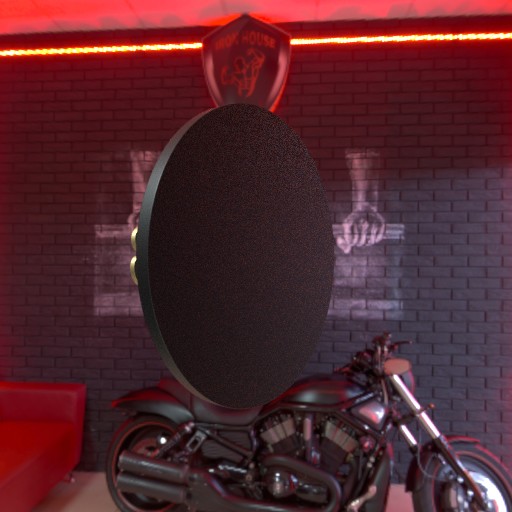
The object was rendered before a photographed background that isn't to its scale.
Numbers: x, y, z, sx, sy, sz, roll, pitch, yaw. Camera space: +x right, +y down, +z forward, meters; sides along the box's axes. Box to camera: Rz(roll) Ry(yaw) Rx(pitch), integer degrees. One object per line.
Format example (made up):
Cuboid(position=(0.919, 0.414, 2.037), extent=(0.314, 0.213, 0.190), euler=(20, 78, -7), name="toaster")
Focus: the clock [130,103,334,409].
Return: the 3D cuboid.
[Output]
Cuboid(position=(0.000, 0.000, 0.692), extent=(0.038, 0.454, 0.454), euler=(0, 0, 37), name="clock")
